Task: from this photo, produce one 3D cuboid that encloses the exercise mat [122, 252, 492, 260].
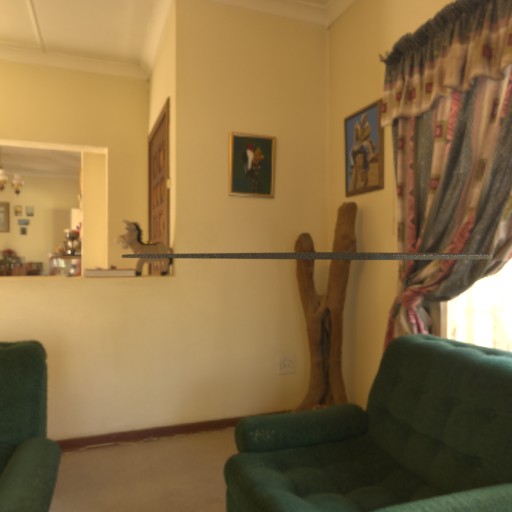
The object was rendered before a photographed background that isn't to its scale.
[{"bbox_3d":[0.000,0.000,2.021,0.616,0.021,1.869,0,0,-36],"label":"exercise mat"}]
